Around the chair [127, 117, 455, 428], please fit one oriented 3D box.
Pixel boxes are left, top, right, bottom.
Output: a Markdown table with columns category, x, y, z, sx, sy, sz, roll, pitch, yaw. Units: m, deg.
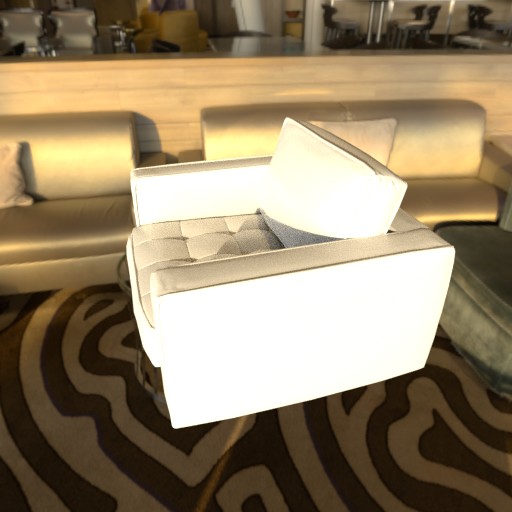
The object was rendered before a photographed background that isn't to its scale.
| category | x | y | z | sx | sy | sz | roll | pitch | yaw |
| --- | --- | --- | --- | --- | --- | --- | --- | --- | --- |
| chair | 0.000 | 0.000 | 1.510 | 0.843 | 0.773 | 0.928 | -9 | 31 | -15 |
